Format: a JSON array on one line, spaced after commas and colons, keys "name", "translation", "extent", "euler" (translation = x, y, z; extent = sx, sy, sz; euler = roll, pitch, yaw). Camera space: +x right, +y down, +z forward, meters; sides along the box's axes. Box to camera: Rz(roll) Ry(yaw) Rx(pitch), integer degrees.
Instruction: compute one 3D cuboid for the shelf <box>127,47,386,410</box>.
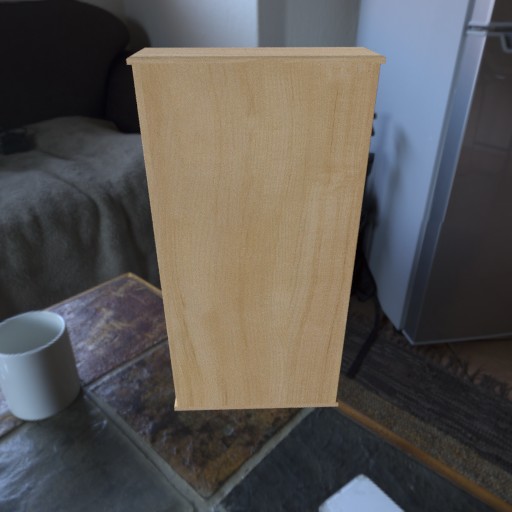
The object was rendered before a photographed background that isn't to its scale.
[{"name": "shelf", "translation": [0.000, 0.000, 1.223], "extent": [0.520, 1.030, 0.175], "euler": [-1, 31, -2]}]
